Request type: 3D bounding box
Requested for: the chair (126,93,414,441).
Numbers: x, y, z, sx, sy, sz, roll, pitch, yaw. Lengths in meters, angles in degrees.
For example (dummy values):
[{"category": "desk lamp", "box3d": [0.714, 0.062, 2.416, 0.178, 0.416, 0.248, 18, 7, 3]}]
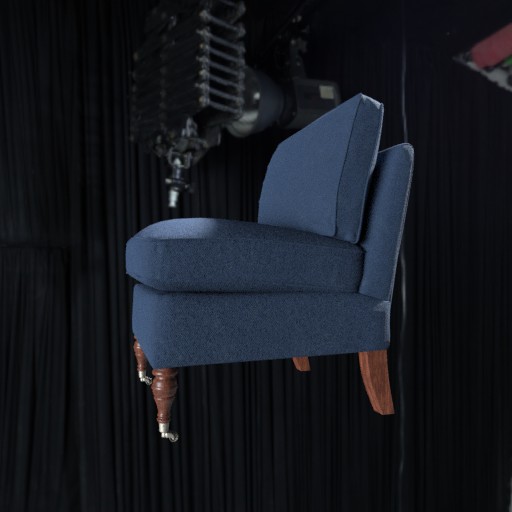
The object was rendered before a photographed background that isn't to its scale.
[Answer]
[{"category": "chair", "box3d": [0.000, 0.000, 1.666, 0.912, 1.052, 0.724, 0, -1, -20]}]
